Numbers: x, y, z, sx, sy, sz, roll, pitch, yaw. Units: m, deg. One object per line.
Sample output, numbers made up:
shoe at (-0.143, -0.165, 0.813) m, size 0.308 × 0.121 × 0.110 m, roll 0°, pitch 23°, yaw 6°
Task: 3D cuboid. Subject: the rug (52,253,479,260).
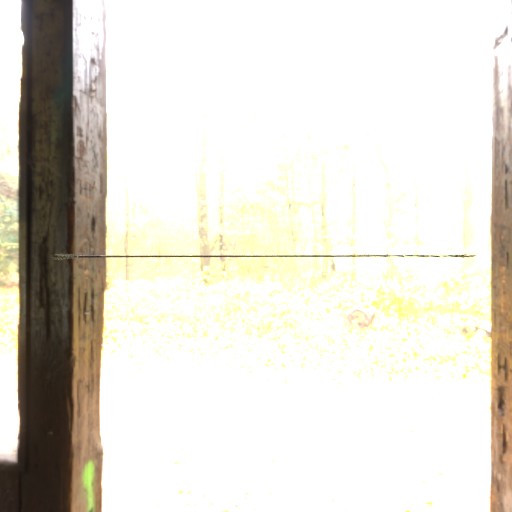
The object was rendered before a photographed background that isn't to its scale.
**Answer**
rug at (0.000, 0.000, 2.512) m, size 2.021 × 0.027 × 1.224 m, roll 0°, pitch 0°, yaw -19°
